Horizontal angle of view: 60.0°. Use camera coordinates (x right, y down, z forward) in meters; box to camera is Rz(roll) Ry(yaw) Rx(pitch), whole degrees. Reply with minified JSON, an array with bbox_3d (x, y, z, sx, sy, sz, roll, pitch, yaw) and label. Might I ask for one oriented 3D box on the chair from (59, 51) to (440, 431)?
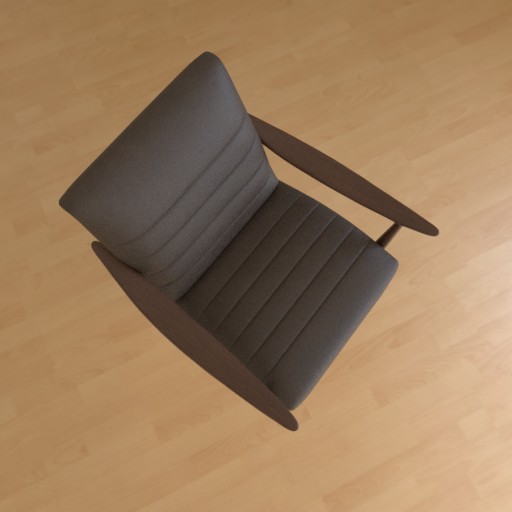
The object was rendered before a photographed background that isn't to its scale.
[{"bbox_3d":[0.000,0.000,1.430,0.798,0.831,0.741,38,77,10],"label":"chair"}]
